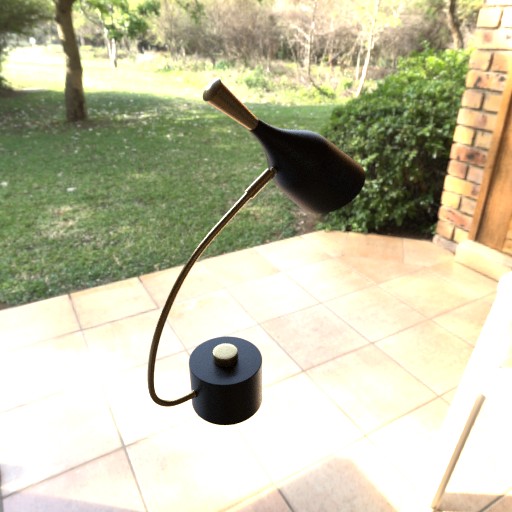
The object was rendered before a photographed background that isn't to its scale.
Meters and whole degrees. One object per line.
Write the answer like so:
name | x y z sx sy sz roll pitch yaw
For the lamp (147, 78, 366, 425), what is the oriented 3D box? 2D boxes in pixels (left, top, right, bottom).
lamp | 0.000 0.000 0.612 0.352 0.464 0.110 -18 33 -31
